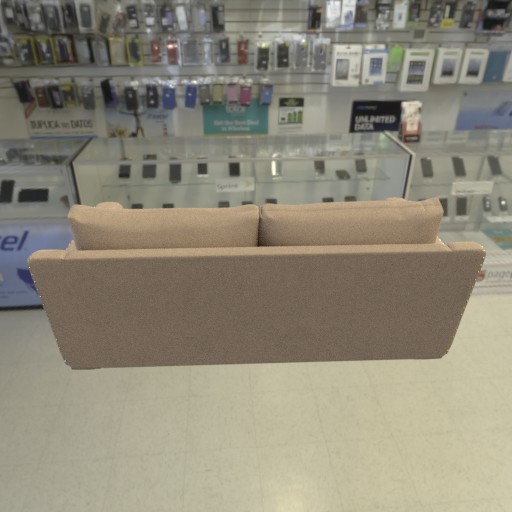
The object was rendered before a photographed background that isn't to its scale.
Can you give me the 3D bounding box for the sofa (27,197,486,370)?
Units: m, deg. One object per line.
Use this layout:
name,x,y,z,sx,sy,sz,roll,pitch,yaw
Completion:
sofa,0.000,0.000,2.472,1.967,0.901,1.030,-1,30,-2
